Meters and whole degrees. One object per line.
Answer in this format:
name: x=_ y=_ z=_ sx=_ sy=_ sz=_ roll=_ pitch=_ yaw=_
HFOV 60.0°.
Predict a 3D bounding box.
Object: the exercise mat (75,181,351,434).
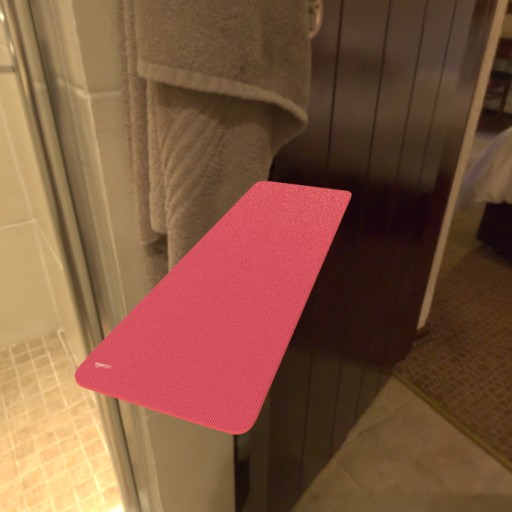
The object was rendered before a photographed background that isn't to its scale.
exercise mat: x=0.000 y=0.000 z=2.080 sx=0.616 sy=0.021 sz=1.884 roll=10 pitch=32 yaw=17
